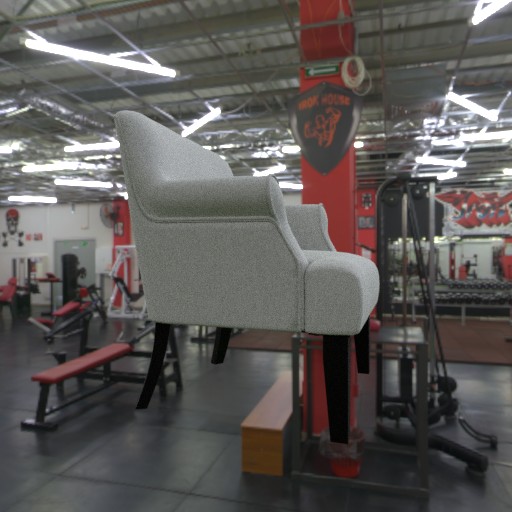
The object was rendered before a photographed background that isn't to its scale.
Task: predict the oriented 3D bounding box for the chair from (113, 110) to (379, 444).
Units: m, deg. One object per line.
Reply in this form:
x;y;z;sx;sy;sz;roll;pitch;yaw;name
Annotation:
0.000;0.000;1.461;0.750;0.875;0.781;0;0;19;chair
